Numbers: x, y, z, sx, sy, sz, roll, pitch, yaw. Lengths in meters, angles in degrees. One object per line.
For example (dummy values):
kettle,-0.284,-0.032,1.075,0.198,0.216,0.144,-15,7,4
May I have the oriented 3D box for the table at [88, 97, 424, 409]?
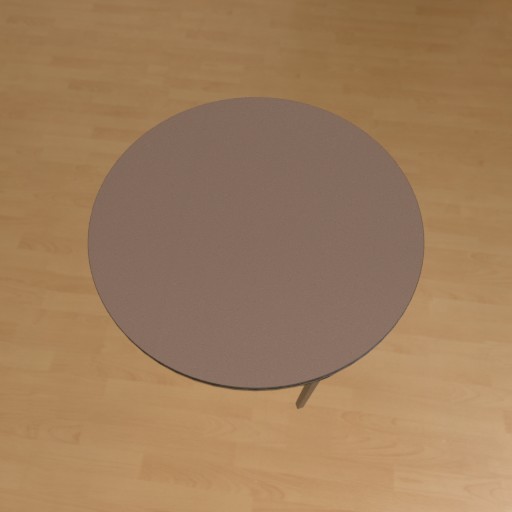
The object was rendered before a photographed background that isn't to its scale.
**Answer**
table,0.000,0.000,1.242,0.800,0.400,0.800,0,63,0
